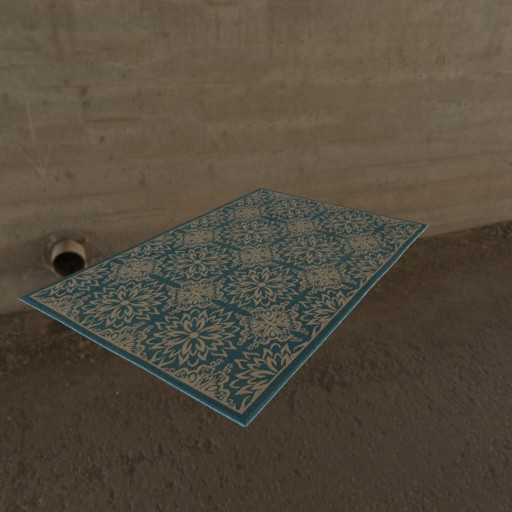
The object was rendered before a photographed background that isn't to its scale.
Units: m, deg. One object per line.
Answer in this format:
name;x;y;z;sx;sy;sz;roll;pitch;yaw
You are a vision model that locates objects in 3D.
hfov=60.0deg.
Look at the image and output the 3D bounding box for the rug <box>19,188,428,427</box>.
rug;0.000;0.000;2.263;1.211;0.012;1.833;18;32;31
